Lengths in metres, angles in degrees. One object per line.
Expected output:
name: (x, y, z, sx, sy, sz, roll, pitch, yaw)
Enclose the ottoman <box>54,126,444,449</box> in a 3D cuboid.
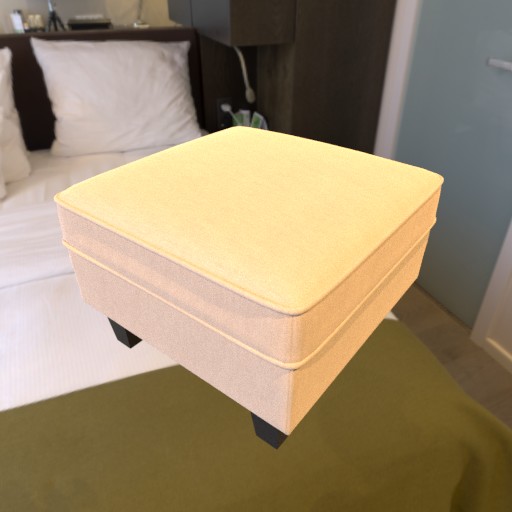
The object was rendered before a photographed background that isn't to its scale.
ottoman: (0.000, 0.000, 1.024, 0.616, 0.438, 0.613, 23, 39, 31)
